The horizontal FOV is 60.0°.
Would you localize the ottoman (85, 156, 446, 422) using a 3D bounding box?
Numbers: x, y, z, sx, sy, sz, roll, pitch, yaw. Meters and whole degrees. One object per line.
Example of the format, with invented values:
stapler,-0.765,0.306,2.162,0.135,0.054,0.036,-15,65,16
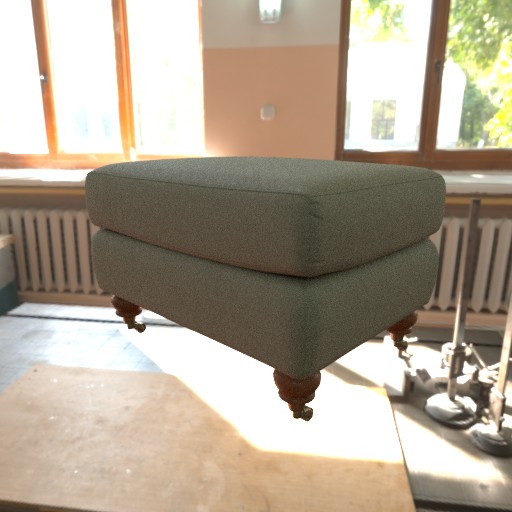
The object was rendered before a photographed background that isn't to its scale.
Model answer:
ottoman,0.000,0.000,1.161,0.773,0.504,0.569,14,20,42
